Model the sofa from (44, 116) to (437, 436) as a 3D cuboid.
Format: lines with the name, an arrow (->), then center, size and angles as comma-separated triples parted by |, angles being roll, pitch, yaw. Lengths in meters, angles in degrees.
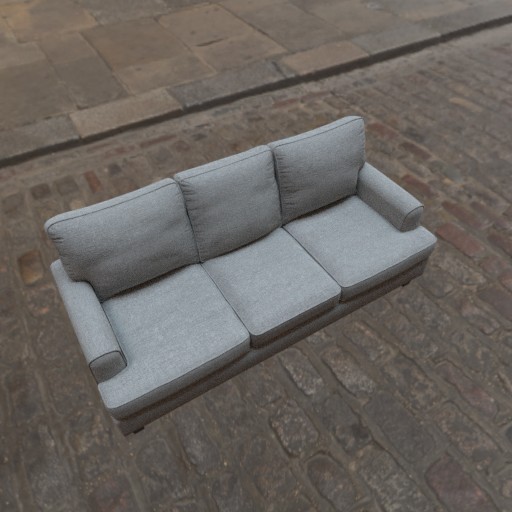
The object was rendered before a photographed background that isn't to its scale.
sofa -> 0.000, 0.000, 2.649 | 2.158, 0.965, 0.951 | -24, 51, -21
